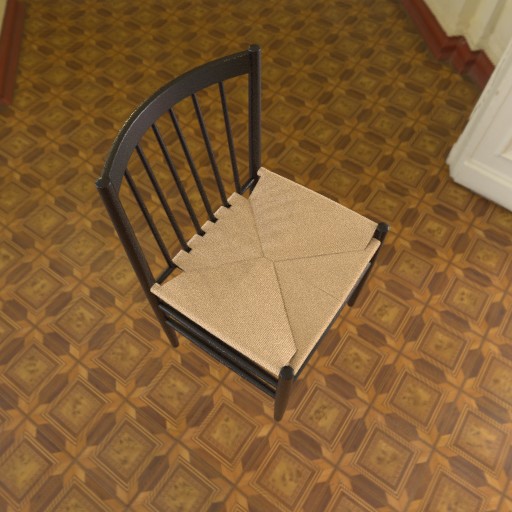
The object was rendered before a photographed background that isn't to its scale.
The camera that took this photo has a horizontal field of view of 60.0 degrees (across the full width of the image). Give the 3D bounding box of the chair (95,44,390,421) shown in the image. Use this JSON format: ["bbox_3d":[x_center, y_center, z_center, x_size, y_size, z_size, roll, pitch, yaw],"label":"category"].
[{"bbox_3d":[0.000,0.000,1.161,0.516,0.818,0.495,31,64,17],"label":"chair"}]
